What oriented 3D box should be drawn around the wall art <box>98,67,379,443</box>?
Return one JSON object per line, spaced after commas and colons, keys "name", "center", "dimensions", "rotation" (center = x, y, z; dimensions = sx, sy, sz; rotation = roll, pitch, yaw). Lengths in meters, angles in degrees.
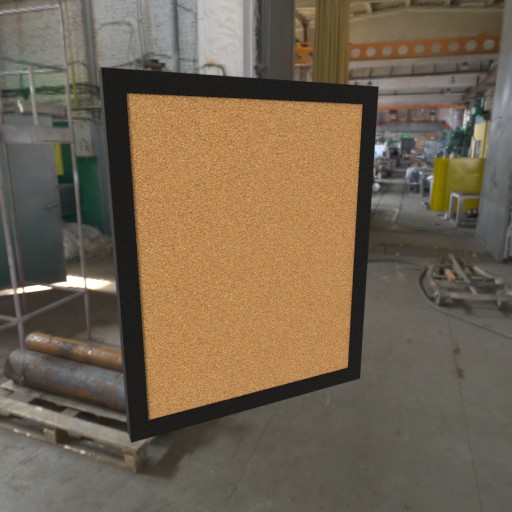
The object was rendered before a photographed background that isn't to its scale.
{"name": "wall art", "center": [0.000, 0.000, 0.749], "dimensions": [0.457, 0.559, 0.029], "rotation": [-7, 16, -25]}
